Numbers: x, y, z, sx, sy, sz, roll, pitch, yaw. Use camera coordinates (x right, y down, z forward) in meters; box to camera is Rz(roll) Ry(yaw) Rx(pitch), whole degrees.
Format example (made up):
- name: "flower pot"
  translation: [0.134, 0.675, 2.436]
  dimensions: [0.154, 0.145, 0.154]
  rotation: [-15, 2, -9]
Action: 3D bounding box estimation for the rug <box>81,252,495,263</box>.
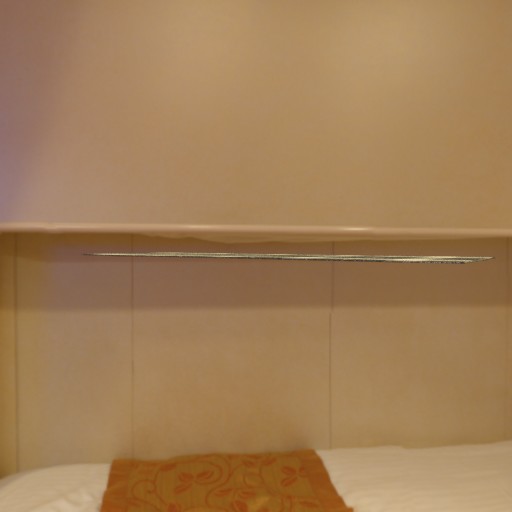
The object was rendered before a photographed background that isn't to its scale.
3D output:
- name: "rug"
  translation: [0.000, 0.000, 2.640]
  dimensions: [2.434, 0.012, 0.760]
  rotation: [1, 2, 36]
